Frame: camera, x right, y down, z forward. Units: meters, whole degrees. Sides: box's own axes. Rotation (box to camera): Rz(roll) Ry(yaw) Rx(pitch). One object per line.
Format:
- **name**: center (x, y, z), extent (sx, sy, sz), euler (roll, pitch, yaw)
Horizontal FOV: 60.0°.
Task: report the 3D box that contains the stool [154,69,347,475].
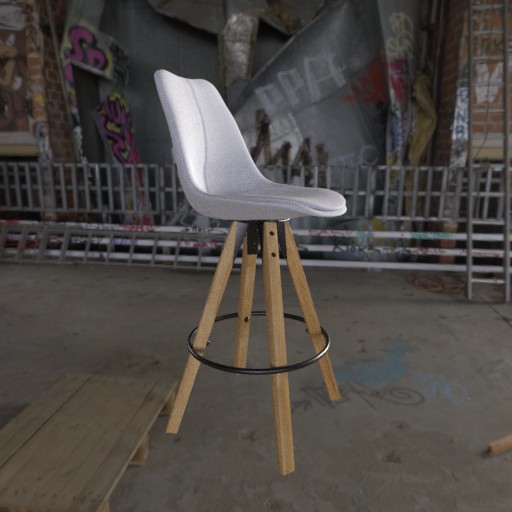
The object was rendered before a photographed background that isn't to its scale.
- **stool**: center (0.000, 0.000, 1.406), extent (0.550, 1.115, 0.484), euler (7, 15, 27)
